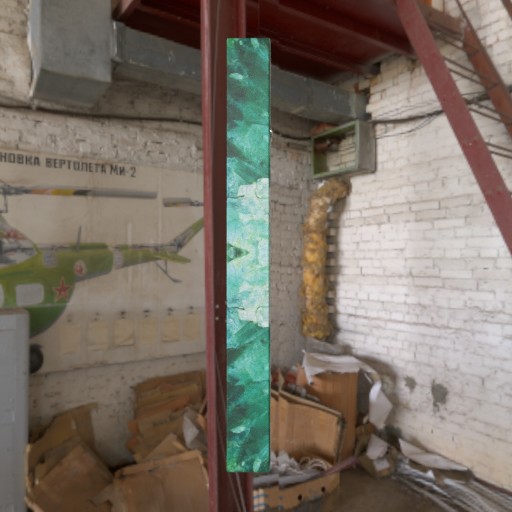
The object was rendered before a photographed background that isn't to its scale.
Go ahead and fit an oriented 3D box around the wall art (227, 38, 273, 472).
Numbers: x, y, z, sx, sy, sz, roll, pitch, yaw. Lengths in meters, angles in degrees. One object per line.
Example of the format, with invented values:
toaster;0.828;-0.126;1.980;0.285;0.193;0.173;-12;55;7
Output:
wall art;0.000;0.000;0.474;0.033;0.313;0.313;0;0;2
